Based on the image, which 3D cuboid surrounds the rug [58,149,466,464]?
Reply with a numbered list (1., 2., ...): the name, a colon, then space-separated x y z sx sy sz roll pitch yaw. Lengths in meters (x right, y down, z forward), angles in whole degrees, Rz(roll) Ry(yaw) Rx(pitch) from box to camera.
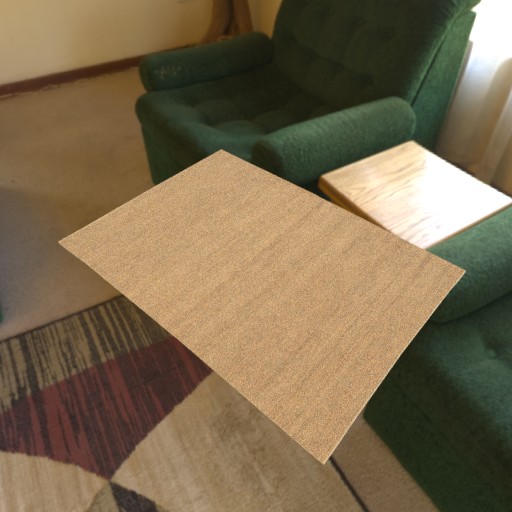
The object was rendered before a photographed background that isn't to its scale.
1. rug: 0.000 0.000 2.995 2.264 0.030 1.624 32 53 28
